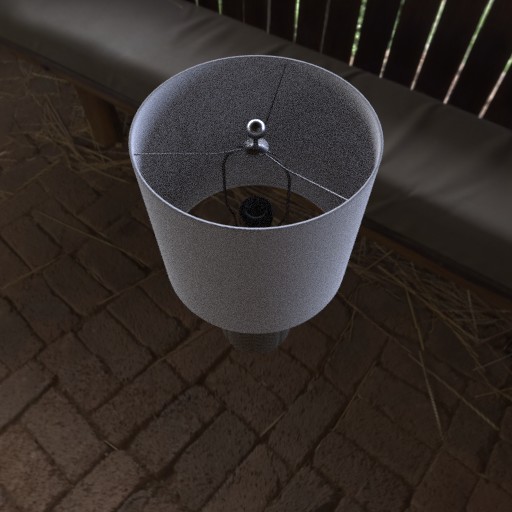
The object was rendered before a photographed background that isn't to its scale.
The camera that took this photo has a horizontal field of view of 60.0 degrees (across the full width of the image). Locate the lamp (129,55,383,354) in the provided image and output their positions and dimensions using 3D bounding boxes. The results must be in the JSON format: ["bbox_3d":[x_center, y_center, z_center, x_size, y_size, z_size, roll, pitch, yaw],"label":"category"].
[{"bbox_3d":[0.000,0.000,0.514,0.203,0.389,0.203,14,58,9],"label":"lamp"}]
